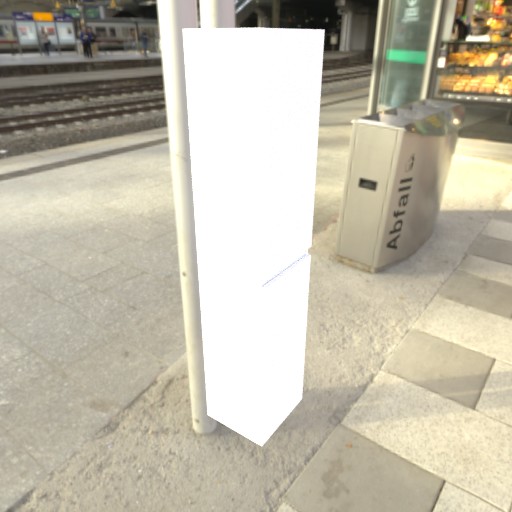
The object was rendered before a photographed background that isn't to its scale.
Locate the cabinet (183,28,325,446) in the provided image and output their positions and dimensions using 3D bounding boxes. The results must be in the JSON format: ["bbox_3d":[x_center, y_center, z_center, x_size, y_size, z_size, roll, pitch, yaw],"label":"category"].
[{"bbox_3d":[0.000,0.000,1.537,0.269,1.400,0.300,17,31,31],"label":"cabinet"}]
